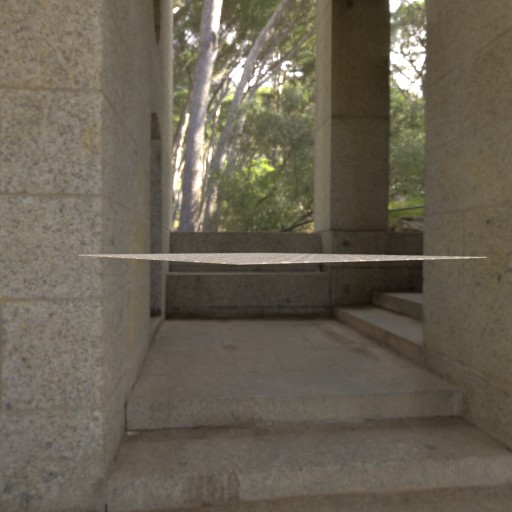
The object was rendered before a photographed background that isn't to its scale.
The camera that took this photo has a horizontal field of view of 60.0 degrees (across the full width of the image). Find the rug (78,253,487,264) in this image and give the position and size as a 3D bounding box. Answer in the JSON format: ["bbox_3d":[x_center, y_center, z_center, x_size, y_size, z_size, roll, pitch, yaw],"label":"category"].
[{"bbox_3d":[0.000,0.000,3.908,2.283,0.006,2.892,-1,1,-36],"label":"rug"}]
